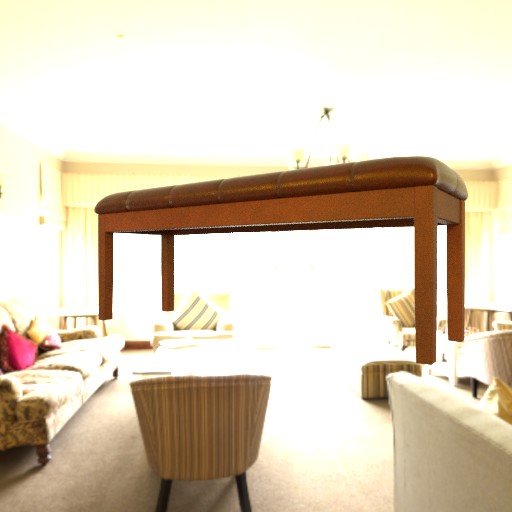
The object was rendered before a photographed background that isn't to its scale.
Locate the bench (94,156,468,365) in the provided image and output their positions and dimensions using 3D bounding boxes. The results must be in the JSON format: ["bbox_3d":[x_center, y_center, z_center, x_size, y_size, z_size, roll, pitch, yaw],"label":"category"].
[{"bbox_3d":[0.000,0.000,1.497,1.259,0.491,0.401,0,0,35],"label":"bench"}]
